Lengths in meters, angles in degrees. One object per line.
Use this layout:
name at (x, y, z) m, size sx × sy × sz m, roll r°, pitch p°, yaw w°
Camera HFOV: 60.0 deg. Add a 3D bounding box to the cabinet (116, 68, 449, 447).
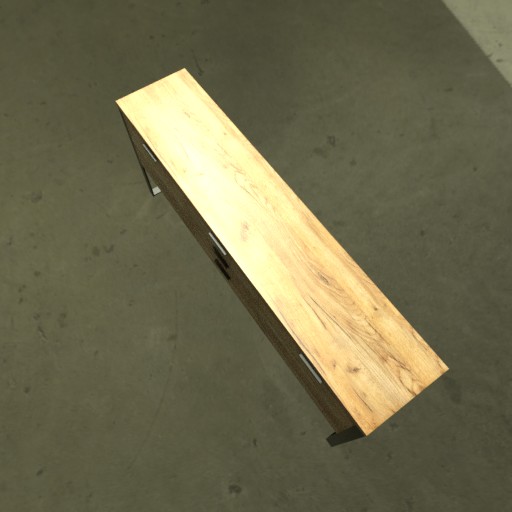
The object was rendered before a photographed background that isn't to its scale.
cabinet at (0.000, 0.000, 2.170) m, size 0.395 × 0.762 × 1.800 m, roll -32°, pitch 68°, yaw -14°
